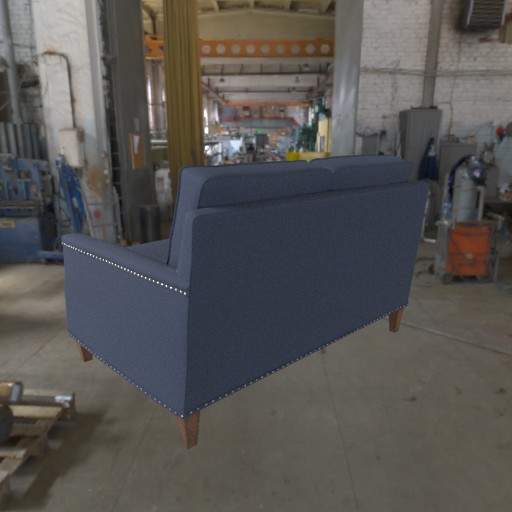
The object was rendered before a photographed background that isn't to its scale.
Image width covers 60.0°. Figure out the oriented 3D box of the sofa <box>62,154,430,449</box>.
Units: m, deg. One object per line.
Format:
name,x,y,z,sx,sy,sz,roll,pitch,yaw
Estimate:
sofa,0.000,0.000,2.255,1.597,1.003,1.084,-14,20,-42
